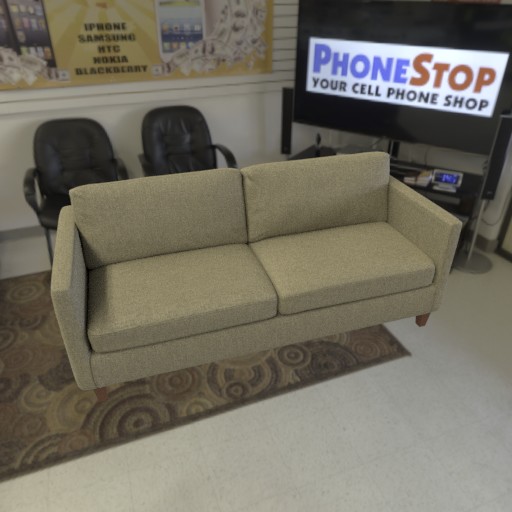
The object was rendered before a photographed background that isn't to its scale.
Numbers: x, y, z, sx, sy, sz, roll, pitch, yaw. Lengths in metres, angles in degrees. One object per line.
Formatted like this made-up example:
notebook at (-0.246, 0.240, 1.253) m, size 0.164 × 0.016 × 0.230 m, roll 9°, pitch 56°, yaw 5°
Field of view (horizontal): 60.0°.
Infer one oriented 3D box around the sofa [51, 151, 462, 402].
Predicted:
sofa at (0.000, 0.000, 2.723) m, size 2.208 × 0.960 × 0.956 m, roll -10°, pitch 33°, yaw -15°
